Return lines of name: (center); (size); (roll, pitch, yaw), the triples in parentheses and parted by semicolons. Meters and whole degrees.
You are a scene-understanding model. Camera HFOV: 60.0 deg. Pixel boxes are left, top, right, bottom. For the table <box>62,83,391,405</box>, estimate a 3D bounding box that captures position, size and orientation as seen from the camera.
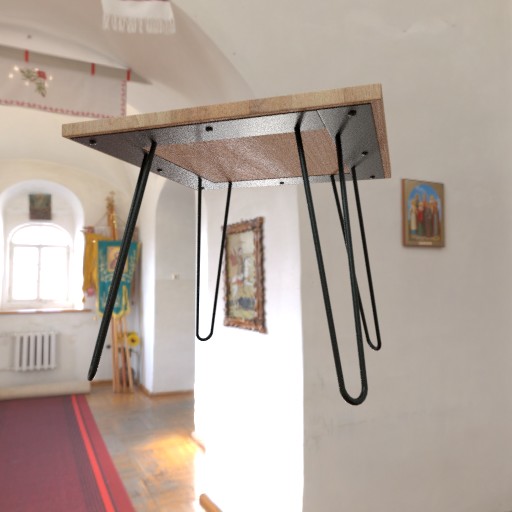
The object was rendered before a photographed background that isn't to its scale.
table: (0.000, 0.000, 1.042); (0.599, 0.500, 0.599); (-1, -2, 18)
